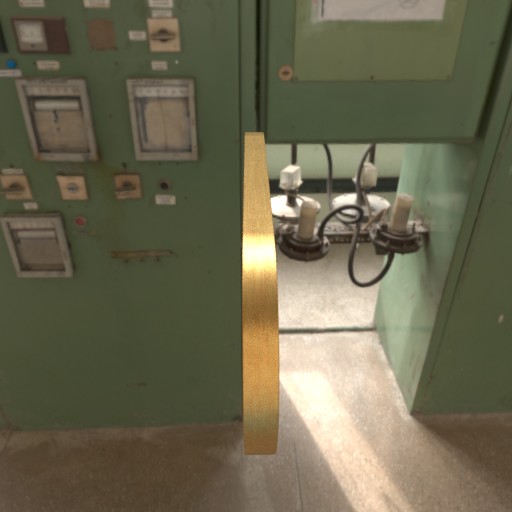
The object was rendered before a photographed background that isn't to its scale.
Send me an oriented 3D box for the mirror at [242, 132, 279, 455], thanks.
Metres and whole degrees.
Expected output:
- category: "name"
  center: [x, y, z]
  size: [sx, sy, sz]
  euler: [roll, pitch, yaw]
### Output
- category: "mirror"
  center: [0.000, 0.000, 0.645]
  size: [0.032, 0.254, 0.584]
  euler: [0, 32, -1]
